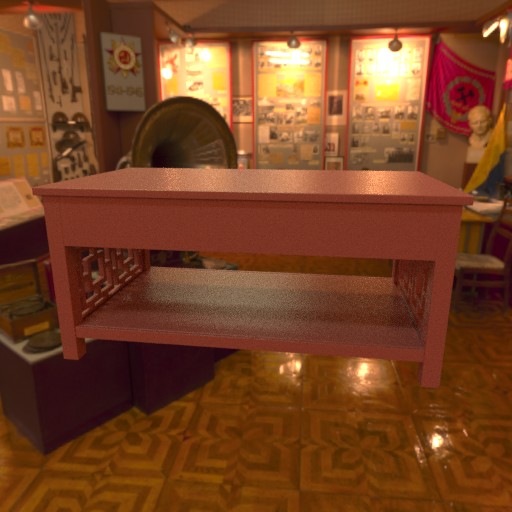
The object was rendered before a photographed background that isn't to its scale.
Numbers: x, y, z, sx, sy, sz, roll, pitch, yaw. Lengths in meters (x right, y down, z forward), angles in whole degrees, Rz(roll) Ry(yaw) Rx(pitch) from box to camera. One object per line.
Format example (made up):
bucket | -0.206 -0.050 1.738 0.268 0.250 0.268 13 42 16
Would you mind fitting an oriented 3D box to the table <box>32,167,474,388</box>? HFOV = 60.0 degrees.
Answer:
table | 0.000 0.000 1.416 1.068 0.493 0.612 2 16 8
